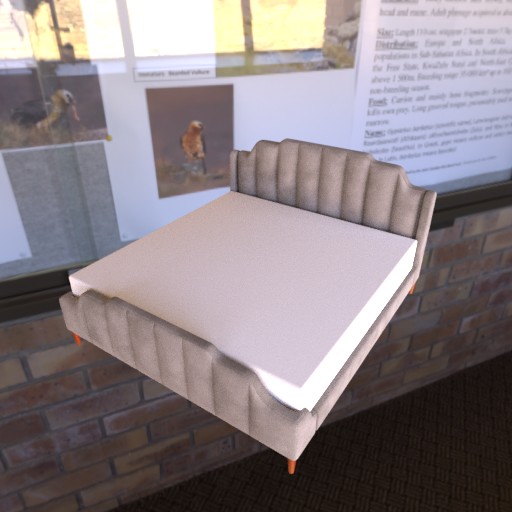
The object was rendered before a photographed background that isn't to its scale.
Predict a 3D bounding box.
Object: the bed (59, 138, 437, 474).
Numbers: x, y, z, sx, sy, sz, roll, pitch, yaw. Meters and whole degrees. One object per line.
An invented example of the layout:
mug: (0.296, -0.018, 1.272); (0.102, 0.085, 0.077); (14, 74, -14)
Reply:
bed: (0.000, 0.000, 3.560); (2.074, 1.245, 2.340); (19, 35, 29)
